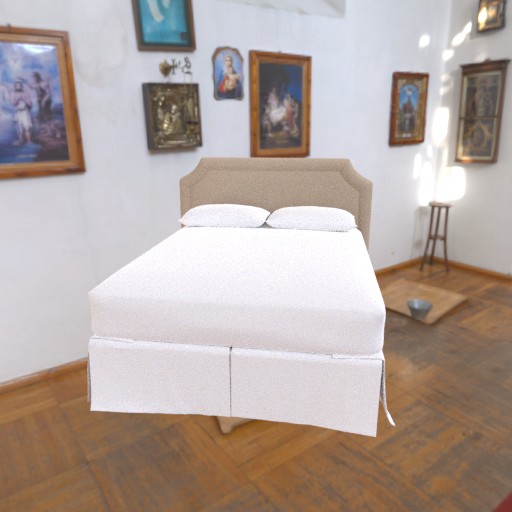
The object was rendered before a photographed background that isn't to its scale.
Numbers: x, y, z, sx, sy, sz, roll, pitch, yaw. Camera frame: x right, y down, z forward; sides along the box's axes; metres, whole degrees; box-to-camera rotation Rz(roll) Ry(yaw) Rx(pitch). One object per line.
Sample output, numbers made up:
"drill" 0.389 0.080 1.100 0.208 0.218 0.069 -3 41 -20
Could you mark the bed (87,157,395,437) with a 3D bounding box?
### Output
"bed" 0.000 0.000 3.274 1.828 1.301 2.204 2 16 9
